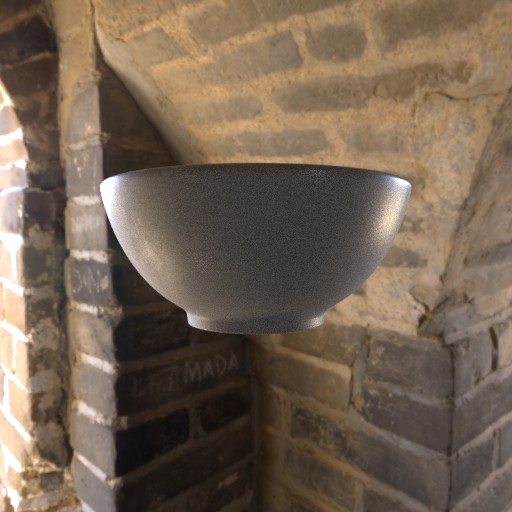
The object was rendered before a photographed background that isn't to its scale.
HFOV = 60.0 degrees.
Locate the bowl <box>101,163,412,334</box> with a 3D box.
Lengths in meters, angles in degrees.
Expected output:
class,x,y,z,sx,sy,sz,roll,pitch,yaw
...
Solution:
class,x,y,z,sx,sy,sz,roll,pitch,yaw
bowl,0.000,0.000,0.406,0.268,0.121,0.268,0,1,0
